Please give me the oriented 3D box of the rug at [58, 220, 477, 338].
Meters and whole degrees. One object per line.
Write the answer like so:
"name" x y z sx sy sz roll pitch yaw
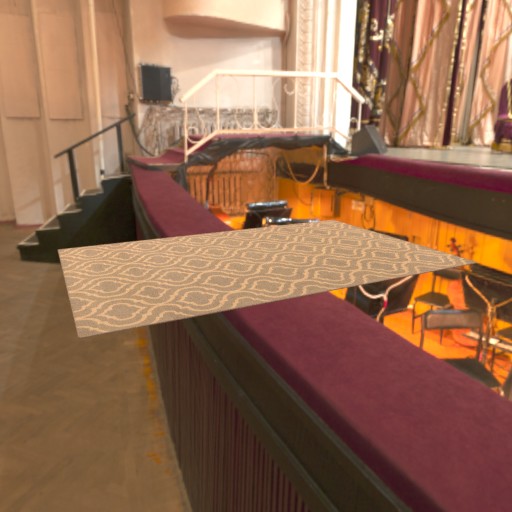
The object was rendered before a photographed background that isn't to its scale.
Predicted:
"rug" 0.000 0.000 2.194 1.749 0.015 1.141 -8 18 -25
